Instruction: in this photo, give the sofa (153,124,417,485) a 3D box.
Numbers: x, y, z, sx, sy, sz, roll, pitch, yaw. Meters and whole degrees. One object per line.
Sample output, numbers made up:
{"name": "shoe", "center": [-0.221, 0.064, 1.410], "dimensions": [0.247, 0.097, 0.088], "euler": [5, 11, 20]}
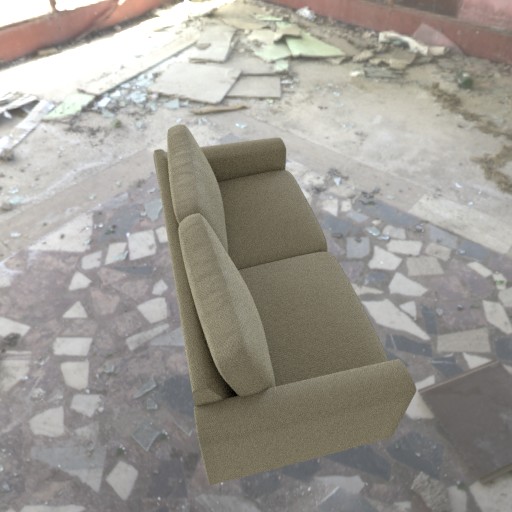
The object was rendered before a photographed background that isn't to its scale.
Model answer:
{"name": "sofa", "center": [0.000, 0.000, 2.690], "dimensions": [1.016, 0.873, 2.179], "euler": [-10, 47, -10]}
